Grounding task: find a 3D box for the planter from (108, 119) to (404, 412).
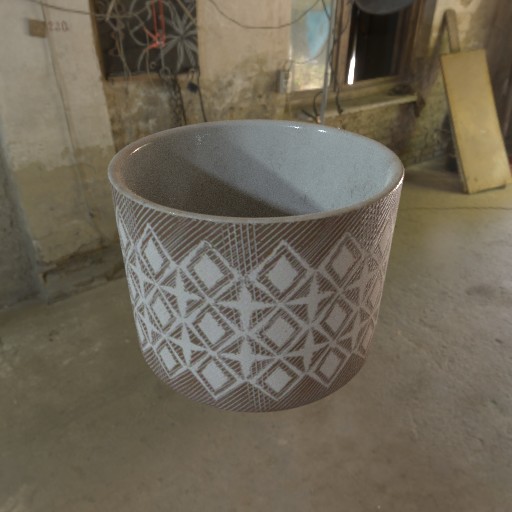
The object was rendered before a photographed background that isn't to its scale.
[{"bbox_3d":[0.000,0.000,0.223,0.126,0.104,0.126,0,32,0],"label":"planter"}]
